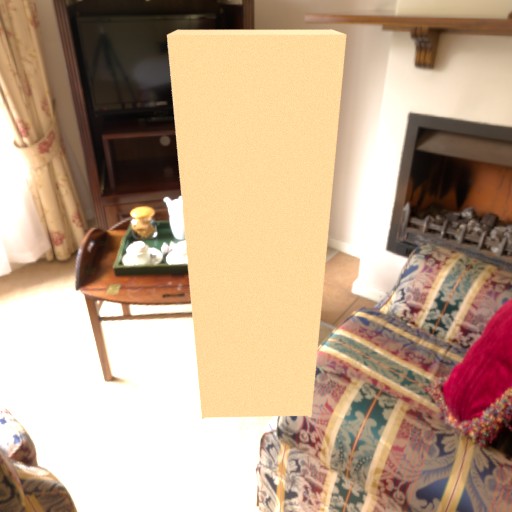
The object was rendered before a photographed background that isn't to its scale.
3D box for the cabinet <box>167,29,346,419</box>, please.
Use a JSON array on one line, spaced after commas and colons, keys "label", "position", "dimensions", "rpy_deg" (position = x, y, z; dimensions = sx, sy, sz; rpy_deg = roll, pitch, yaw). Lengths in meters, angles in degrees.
[{"label": "cabinet", "position": [0.000, 0.000, 1.803], "dimensions": [0.520, 1.630, 0.255], "rpy_deg": [-1, 30, -1]}]
